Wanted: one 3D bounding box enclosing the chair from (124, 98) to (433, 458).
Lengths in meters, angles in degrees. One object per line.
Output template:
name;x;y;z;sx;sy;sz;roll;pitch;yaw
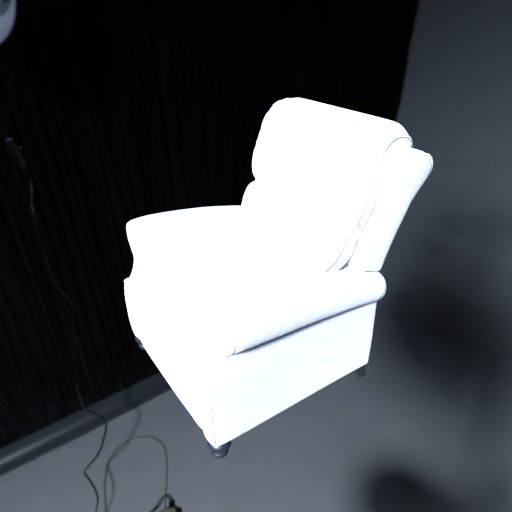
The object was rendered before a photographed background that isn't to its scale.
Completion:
chair;0.000;0.000;1.744;0.919;1.046;0.859;-19;35;-29
